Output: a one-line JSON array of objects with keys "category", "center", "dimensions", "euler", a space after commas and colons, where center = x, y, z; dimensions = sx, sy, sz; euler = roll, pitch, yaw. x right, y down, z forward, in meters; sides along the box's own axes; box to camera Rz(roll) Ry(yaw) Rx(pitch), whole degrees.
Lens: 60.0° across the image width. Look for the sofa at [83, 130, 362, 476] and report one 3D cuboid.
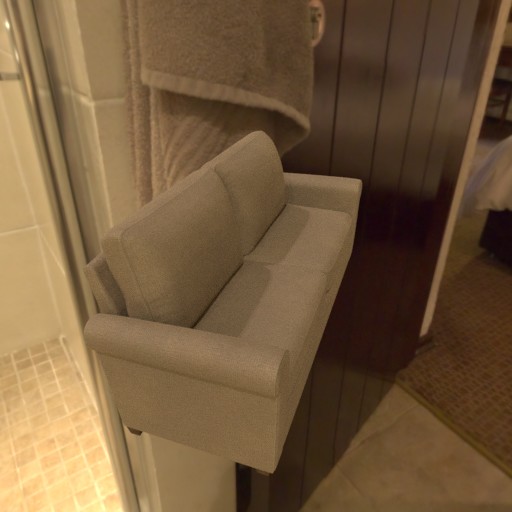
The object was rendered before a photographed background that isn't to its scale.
[{"category": "sofa", "center": [0.000, 0.000, 2.388], "dimensions": [0.842, 0.942, 1.935], "euler": [10, 31, 17]}]
